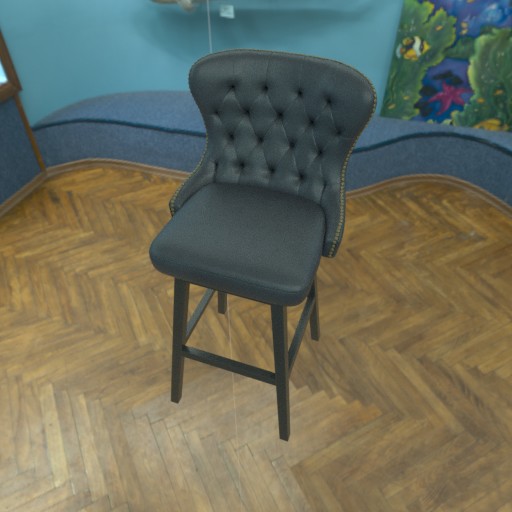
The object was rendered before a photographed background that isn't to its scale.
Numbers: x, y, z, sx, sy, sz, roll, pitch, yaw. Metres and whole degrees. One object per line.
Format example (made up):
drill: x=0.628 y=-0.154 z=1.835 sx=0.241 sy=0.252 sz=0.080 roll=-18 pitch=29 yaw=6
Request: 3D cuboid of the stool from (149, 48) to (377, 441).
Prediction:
stool: x=0.000 y=0.000 z=1.391 sx=0.528 sy=1.050 sz=0.601 roll=14 pitch=45 yaw=14
